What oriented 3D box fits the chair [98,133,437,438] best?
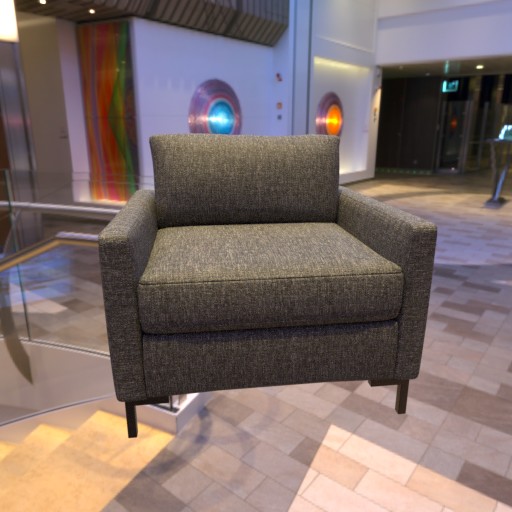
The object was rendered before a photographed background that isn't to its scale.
[{"bbox_3d":[0.000,0.000,1.632,0.963,0.861,0.866,-2,17,-7],"label":"chair"}]
